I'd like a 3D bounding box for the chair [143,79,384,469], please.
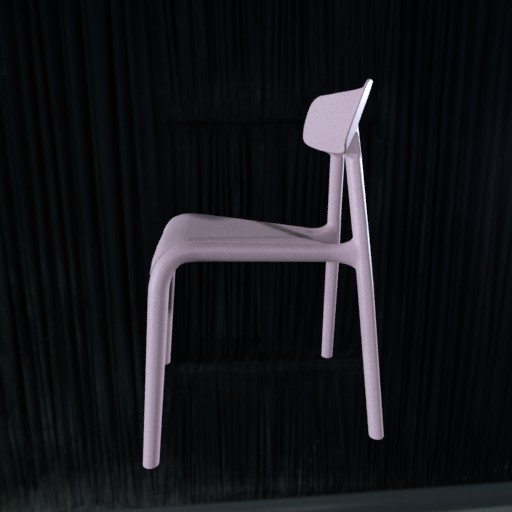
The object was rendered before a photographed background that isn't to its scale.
[{"bbox_3d":[0.000,0.000,0.807,0.401,0.580,0.356,-2,15,-7],"label":"chair"}]
